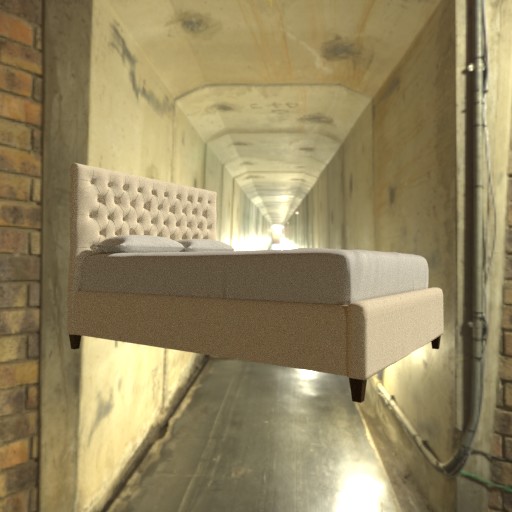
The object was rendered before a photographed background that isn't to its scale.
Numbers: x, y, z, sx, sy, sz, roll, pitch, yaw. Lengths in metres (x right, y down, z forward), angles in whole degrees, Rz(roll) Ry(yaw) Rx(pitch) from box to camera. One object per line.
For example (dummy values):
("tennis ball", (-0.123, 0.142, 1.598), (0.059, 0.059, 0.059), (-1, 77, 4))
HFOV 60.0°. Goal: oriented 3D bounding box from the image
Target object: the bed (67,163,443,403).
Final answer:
("bed", (0.000, 0.000, 3.426), (2.387, 1.427, 1.698), (-1, -1, 35))
